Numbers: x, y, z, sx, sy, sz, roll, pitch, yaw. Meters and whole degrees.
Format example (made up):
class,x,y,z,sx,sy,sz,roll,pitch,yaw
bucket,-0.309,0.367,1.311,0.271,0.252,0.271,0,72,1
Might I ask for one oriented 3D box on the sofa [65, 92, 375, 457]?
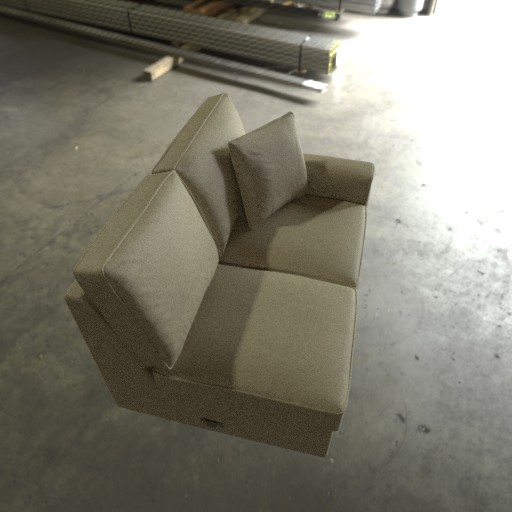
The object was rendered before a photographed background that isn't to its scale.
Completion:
class,x,y,z,sx,sy,sz,roll,pitch,yaw
sofa,0.000,0.000,2.070,0.991,0.989,1.388,10,46,10
